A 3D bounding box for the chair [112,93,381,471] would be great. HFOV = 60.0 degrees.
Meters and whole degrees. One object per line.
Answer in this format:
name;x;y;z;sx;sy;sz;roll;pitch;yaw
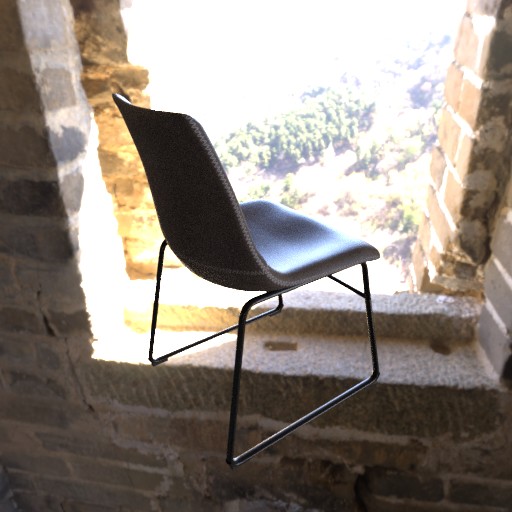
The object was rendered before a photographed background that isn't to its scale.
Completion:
chair;0.000;0.000;1.117;0.550;0.780;0.460;-18;32;-31
